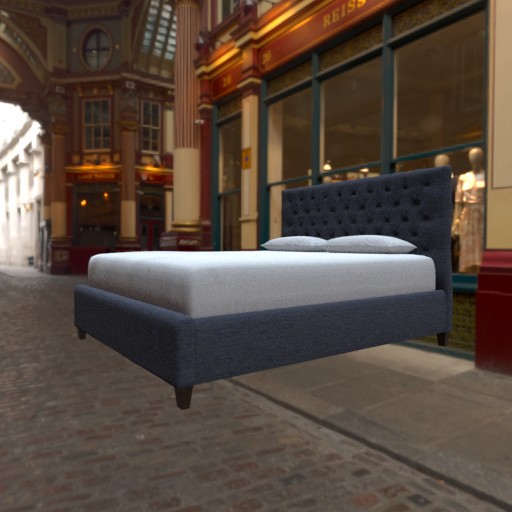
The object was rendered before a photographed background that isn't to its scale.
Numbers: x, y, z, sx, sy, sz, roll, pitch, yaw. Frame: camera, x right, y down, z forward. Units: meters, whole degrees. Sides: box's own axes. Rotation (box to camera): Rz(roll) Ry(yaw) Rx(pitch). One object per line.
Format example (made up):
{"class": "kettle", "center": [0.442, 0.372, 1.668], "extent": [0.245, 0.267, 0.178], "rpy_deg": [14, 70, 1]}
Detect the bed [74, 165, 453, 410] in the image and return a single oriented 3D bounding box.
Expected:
{"class": "bed", "center": [0.000, 0.000, 3.646], "extent": [2.387, 1.427, 2.078], "rpy_deg": [-1, 2, -36]}
